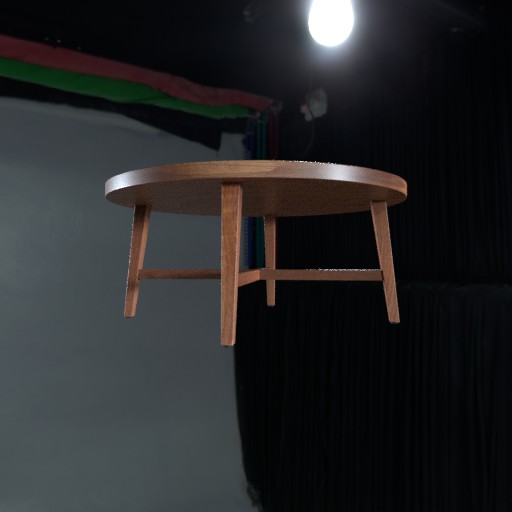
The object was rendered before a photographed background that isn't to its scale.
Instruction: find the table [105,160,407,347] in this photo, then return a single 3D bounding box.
[{"bbox_3d":[0.000,0.000,1.242,0.800,0.360,0.800,0,0,0],"label":"table"}]
